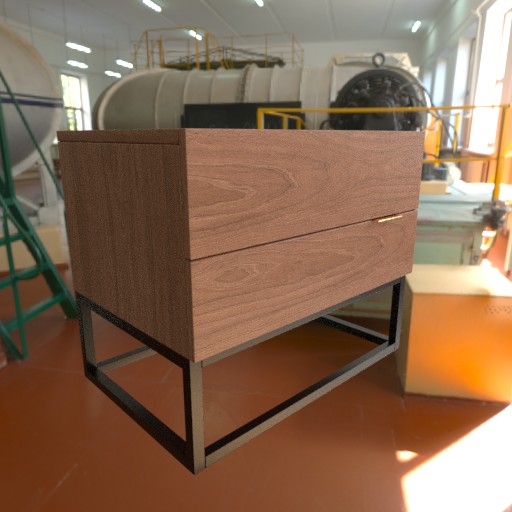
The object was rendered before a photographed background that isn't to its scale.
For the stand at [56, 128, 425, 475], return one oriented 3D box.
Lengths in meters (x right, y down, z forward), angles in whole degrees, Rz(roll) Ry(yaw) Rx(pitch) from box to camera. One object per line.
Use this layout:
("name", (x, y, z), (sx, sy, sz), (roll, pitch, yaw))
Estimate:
("stand", (0.000, 0.000, 0.921), (0.600, 0.500, 0.420), (-14, 21, -42))
